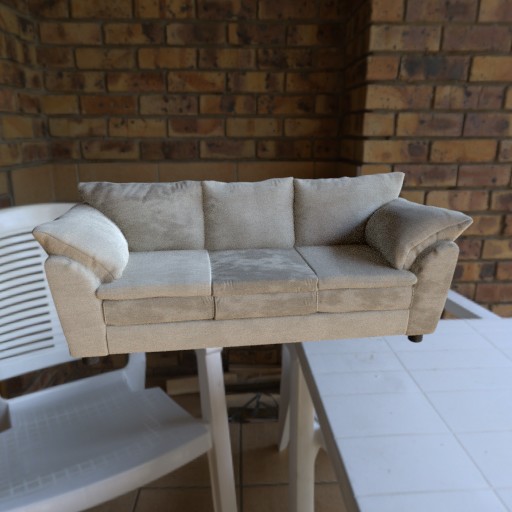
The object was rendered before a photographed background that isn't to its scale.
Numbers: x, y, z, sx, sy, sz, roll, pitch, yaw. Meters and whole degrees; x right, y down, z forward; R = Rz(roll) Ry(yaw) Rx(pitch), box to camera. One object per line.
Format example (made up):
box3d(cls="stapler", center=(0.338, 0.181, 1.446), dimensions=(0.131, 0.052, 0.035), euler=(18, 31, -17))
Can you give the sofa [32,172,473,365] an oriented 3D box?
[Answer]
box3d(cls="sofa", center=(0.000, 0.000, 2.799), dimensions=(2.377, 0.981, 0.893), euler=(-2, 15, -8))
